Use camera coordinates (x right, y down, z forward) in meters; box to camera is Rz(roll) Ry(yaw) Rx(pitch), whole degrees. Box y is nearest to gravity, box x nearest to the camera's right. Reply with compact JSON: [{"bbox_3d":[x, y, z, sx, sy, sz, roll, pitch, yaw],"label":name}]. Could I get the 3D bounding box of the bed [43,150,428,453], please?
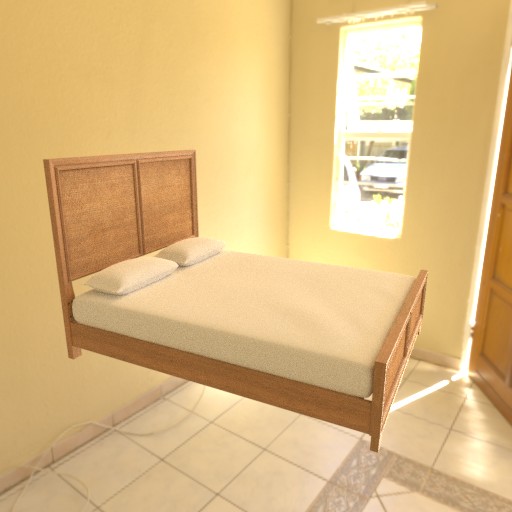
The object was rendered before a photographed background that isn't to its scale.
[{"bbox_3d":[0.000,0.000,3.184,2.184,1.387,1.606,8,18,26],"label":"bed"}]
